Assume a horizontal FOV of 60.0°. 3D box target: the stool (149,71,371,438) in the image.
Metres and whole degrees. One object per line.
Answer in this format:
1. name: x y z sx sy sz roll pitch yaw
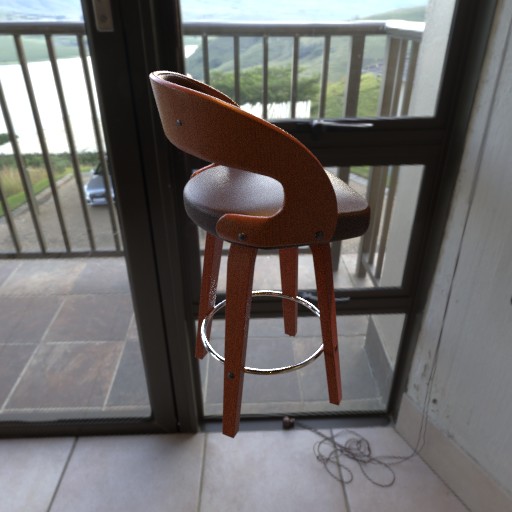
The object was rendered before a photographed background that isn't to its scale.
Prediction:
1. stool: 0.000 0.000 1.203 0.457 0.940 0.457 -10 32 -17
